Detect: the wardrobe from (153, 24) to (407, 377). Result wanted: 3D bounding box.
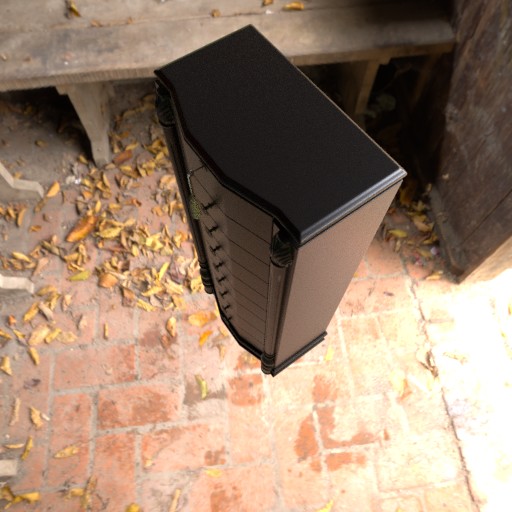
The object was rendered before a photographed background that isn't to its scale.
[{"bbox_3d":[0.000,0.000,1.188,0.295,1.011,0.444,-33,69,-14],"label":"wardrobe"}]
